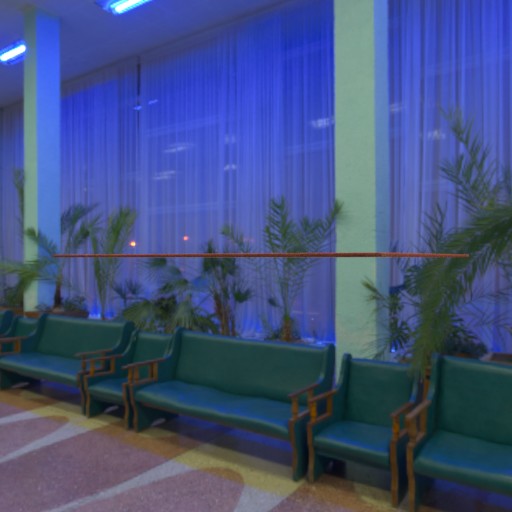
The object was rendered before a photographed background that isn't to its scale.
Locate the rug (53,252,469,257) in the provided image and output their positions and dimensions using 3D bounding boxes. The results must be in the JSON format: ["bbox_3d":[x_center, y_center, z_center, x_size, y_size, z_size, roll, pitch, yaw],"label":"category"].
[{"bbox_3d":[0.000,0.000,2.338,1.829,0.014,1.219,0,0,37],"label":"rug"}]
